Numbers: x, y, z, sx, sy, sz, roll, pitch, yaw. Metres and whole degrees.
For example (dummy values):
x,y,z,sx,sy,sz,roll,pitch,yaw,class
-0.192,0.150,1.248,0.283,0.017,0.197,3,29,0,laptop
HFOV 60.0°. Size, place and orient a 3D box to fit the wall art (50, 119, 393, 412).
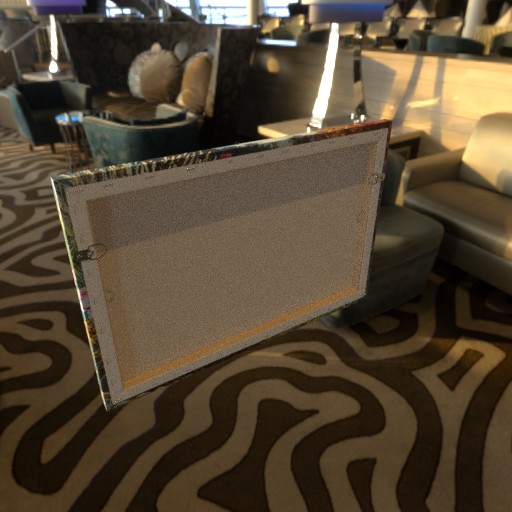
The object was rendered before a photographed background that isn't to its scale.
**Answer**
x,y,z,sx,sy,sz,roll,pitch,yaw,class
0.000,0.000,1.489,1.136,0.760,0.042,-18,34,-29,wall art
